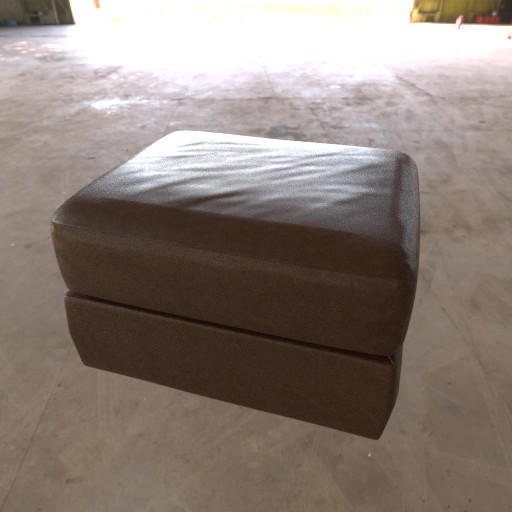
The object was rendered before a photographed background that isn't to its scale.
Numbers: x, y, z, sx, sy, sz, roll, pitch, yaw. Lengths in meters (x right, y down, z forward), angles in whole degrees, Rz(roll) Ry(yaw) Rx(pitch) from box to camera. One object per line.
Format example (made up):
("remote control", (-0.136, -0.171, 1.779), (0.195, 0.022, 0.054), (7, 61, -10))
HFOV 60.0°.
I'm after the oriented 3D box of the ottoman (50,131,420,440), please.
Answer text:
("ottoman", (0.000, 0.000, 1.116), (0.751, 0.476, 0.603), (9, 33, 15))
